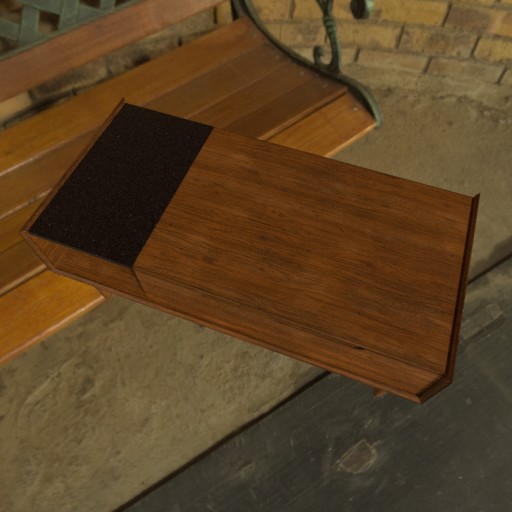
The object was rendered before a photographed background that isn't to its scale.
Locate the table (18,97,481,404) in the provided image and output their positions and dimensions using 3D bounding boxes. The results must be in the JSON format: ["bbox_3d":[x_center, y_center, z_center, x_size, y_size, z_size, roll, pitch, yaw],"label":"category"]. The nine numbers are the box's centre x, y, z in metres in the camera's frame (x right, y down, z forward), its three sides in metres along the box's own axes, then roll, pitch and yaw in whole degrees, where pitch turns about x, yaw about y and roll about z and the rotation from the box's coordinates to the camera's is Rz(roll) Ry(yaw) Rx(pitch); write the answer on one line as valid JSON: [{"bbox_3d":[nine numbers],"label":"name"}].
[{"bbox_3d":[0.000,0.000,1.521,1.221,0.508,0.610,18,61,10],"label":"table"}]
